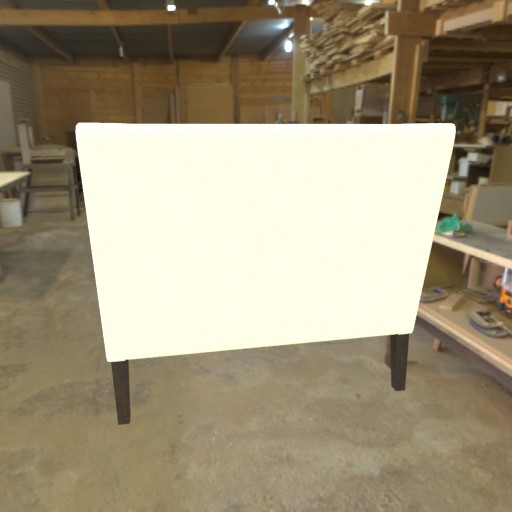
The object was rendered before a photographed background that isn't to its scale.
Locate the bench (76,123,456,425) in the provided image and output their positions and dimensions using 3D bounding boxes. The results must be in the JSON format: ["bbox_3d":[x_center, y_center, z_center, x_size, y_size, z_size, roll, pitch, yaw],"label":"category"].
[{"bbox_3d":[0.000,0.000,1.969,1.280,1.123,0.847,-3,17,-11],"label":"bench"}]
